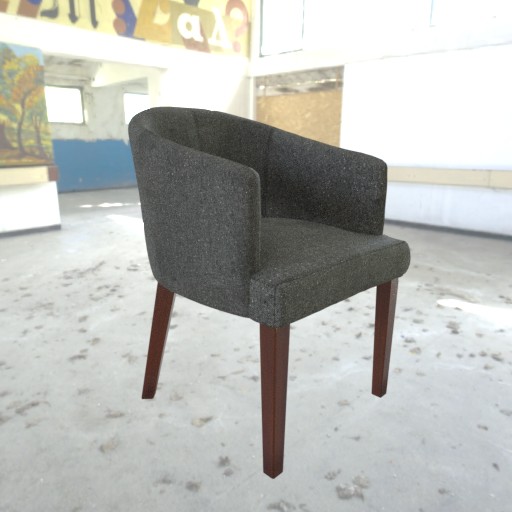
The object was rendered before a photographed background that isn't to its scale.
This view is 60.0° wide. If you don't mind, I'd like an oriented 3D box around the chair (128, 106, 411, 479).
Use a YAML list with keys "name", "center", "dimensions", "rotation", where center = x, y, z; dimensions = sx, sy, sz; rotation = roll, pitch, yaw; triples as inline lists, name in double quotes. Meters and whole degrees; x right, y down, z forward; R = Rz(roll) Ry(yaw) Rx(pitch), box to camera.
- name: "chair"
  center: [0.000, 0.000, 1.231]
  dimensions: [0.655, 0.811, 0.583]
  rotation: [14, 20, 43]
